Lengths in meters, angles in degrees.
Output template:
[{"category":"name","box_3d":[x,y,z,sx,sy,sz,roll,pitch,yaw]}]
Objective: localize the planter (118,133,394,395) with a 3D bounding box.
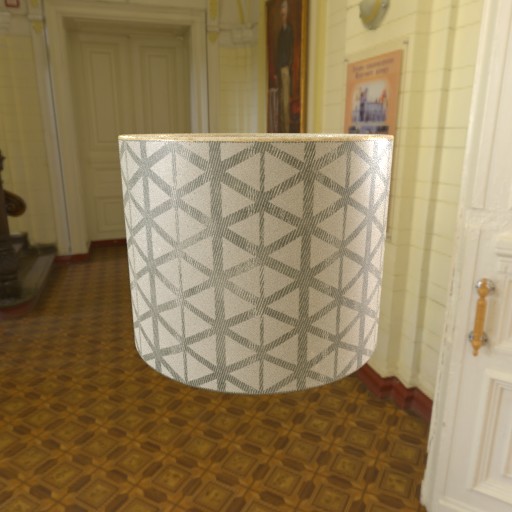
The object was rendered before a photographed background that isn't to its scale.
[{"category":"planter","box_3d":[0.000,0.000,0.452,0.250,0.239,0.250,0,16,0]}]
